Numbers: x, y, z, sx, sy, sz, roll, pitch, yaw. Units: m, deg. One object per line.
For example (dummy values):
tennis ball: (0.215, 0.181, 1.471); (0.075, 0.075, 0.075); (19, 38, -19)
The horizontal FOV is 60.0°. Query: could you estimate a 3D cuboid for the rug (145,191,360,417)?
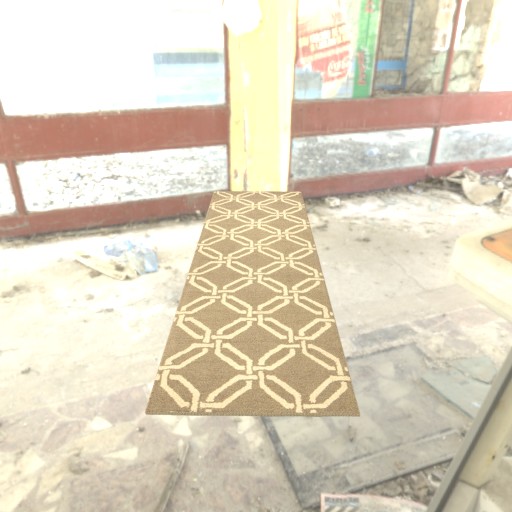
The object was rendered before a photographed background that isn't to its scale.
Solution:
rug: (0.000, 0.000, 2.411); (0.678, 0.014, 2.276); (0, 26, 1)
